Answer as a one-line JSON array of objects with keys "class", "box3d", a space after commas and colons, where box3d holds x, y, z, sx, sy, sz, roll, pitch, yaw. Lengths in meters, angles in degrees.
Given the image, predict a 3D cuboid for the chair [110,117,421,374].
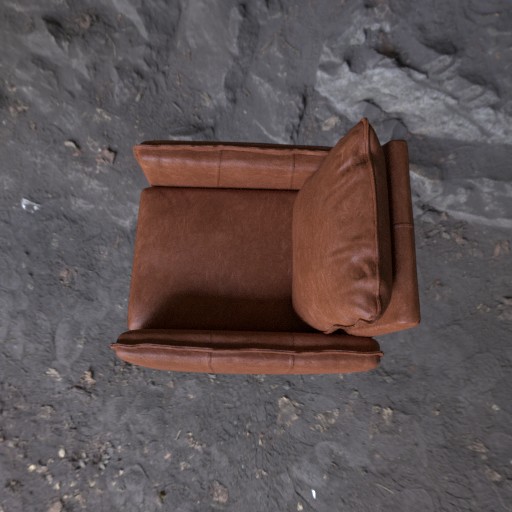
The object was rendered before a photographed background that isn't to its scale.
[{"class": "chair", "box3d": [0.000, 0.000, 1.622, 0.922, 0.922, 0.830, 2, 74, 0]}]
